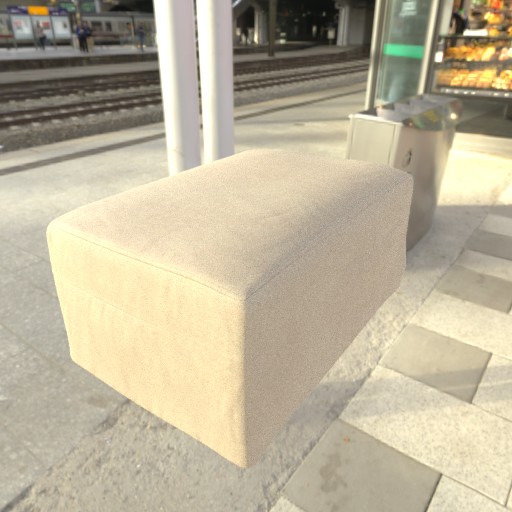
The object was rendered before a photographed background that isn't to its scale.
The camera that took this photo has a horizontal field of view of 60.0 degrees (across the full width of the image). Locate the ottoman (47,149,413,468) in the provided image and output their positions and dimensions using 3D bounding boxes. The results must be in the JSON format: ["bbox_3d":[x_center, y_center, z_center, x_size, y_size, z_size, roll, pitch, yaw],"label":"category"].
[{"bbox_3d":[0.000,0.000,1.198,0.590,0.444,0.872,18,32,31],"label":"ottoman"}]
